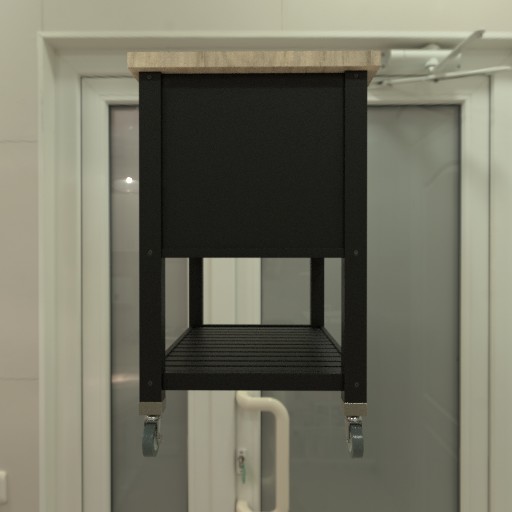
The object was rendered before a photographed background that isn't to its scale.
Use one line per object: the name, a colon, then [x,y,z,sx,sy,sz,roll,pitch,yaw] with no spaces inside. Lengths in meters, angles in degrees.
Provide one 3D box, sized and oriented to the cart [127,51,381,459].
cart: [0.000,0.000,1.381,0.567,0.920,0.797,0,0,1]
